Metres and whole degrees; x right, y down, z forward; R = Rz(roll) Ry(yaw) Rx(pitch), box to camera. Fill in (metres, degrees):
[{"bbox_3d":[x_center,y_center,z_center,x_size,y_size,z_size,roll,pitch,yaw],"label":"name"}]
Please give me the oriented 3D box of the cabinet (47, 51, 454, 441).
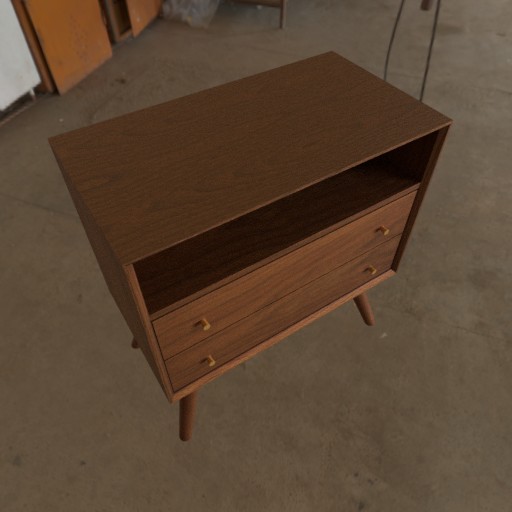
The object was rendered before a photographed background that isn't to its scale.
[{"bbox_3d":[0.000,0.000,1.153,0.712,0.748,0.388,-26,53,-21],"label":"cabinet"}]
